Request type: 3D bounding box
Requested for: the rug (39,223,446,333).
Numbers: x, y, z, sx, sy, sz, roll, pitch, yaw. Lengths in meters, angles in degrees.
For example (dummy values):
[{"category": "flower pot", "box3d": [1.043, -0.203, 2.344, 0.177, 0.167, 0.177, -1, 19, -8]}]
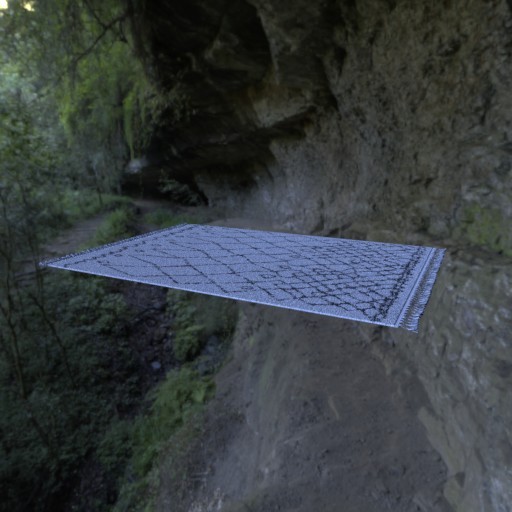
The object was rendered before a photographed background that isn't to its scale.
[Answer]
[{"category": "rug", "box3d": [0.000, 0.000, 3.038, 2.312, 0.017, 1.613, 7, 16, 26]}]
